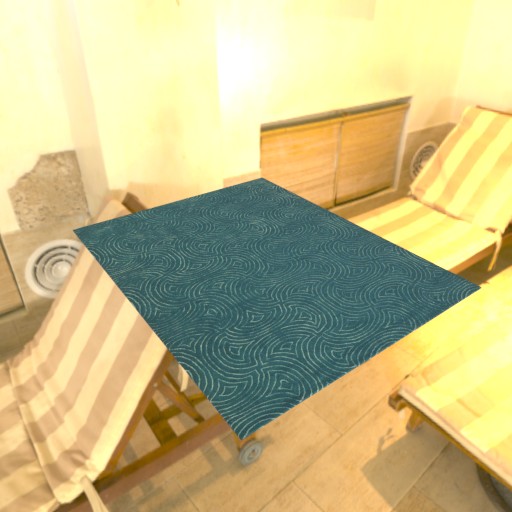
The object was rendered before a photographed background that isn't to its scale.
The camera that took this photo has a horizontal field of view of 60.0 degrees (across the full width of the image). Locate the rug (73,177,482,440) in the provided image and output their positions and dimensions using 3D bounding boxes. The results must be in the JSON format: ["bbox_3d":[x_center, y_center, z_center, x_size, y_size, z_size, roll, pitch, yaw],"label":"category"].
[{"bbox_3d":[0.000,0.000,4.111,2.432,0.012,3.033,-21,37,-30],"label":"rug"}]
